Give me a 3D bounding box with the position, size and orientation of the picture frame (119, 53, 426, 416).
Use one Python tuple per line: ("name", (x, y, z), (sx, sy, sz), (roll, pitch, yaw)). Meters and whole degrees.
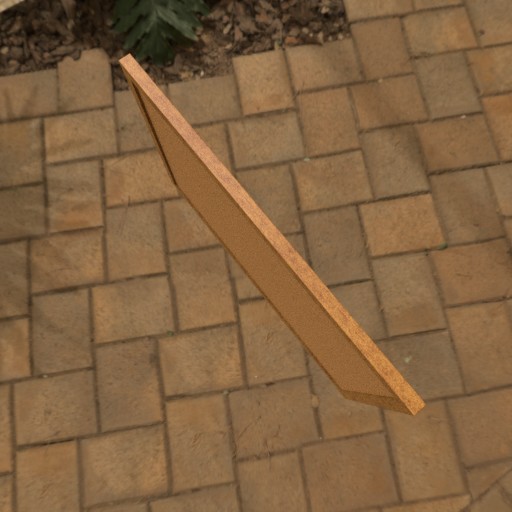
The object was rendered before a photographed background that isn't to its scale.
("picture frame", (0.000, 0.000, 1.164), (0.029, 0.621, 0.922), (-37, 78, -9))
